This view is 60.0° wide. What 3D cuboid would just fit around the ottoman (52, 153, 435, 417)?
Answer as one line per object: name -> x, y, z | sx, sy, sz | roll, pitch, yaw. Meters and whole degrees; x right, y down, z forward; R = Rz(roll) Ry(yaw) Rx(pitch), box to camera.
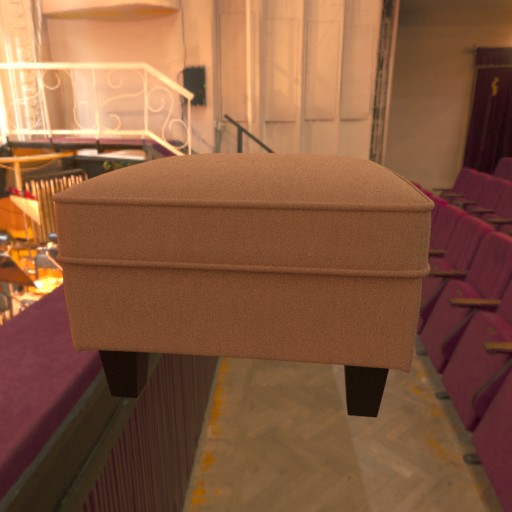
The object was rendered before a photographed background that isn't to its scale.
ottoman -> 0.000, 0.000, 0.995 | 0.613, 0.438, 0.616 | 2, 17, 7
